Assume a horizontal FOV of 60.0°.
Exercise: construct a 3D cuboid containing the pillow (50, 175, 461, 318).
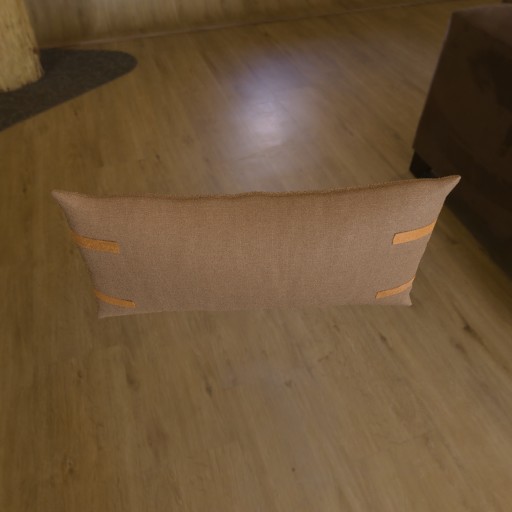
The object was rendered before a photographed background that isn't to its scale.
[{"bbox_3d":[0.000,0.000,0.753,0.612,0.308,0.148,-2,46,-2],"label":"pillow"}]
